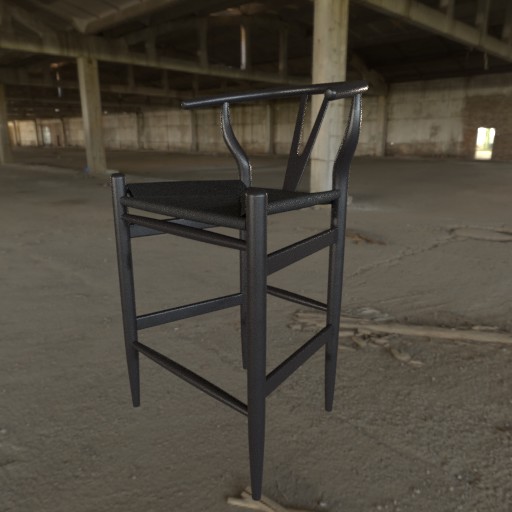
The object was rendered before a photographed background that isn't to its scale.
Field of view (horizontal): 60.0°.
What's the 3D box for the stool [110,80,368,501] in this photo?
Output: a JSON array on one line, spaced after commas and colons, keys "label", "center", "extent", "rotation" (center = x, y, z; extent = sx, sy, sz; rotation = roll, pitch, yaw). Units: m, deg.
[{"label": "stool", "center": [0.000, 0.000, 1.275], "extent": [0.569, 0.970, 0.579], "rotation": [14, 21, 42]}]
